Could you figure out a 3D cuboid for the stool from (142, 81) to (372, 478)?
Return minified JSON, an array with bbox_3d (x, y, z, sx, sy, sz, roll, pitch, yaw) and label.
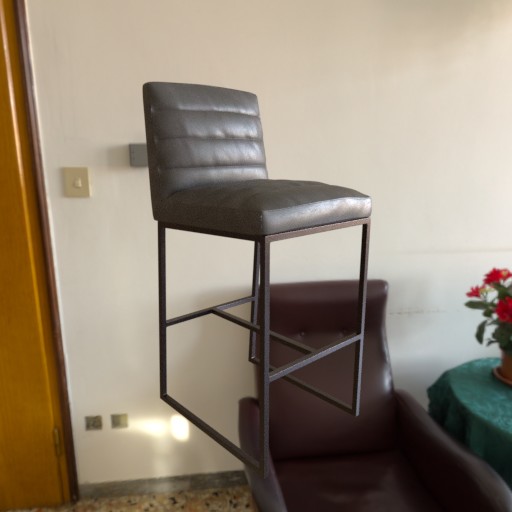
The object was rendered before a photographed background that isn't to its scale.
[{"bbox_3d":[0.000,0.000,1.402,0.463,1.065,0.562,-12,18,-41],"label":"stool"}]
